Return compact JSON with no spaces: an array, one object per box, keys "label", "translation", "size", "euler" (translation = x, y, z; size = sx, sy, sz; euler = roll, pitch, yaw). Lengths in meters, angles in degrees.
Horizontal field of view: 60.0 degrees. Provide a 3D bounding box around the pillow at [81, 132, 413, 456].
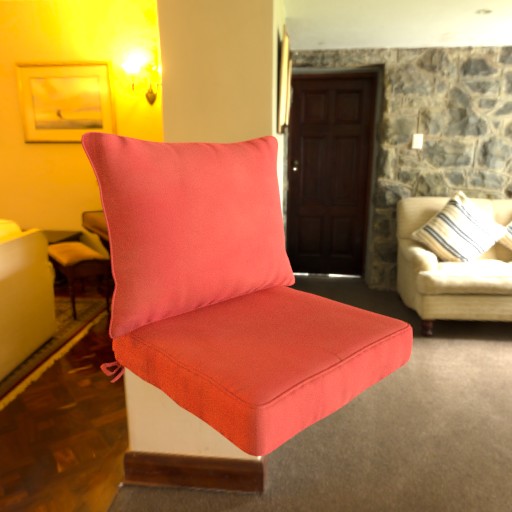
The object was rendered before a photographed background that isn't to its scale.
[{"label":"pillow","translation":[0.000,0.000,1.338],"size":[0.798,0.725,0.733],"euler":[-13,19,-42]}]
